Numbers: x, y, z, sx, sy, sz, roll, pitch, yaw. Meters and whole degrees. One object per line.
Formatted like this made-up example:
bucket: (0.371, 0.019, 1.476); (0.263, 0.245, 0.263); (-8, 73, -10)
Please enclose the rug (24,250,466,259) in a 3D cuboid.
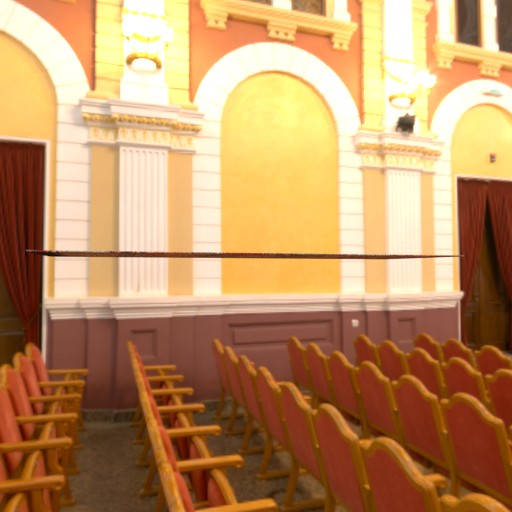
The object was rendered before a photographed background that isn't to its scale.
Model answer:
rug: (0.000, 0.000, 2.652); (2.362, 0.008, 0.832); (1, -2, -18)
